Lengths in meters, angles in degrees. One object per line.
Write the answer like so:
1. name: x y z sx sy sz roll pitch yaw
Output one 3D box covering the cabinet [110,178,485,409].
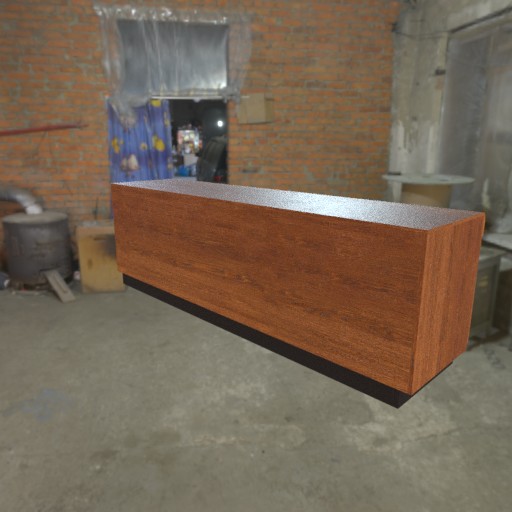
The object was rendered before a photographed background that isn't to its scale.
1. cabinet: 0.000 0.000 1.821 0.419 0.510 1.600 -14 20 -43
